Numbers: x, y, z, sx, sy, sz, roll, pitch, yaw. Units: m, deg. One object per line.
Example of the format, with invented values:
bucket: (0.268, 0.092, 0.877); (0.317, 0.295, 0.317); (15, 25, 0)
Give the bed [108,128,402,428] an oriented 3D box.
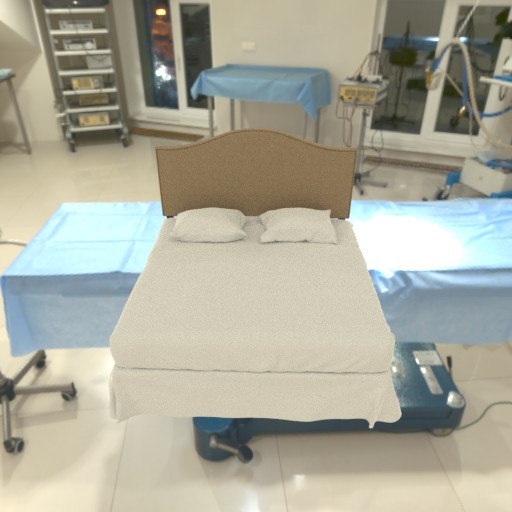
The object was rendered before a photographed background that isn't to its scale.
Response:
bed: (0.000, 0.000, 3.798); (2.311, 1.651, 2.222); (1, 31, 1)
